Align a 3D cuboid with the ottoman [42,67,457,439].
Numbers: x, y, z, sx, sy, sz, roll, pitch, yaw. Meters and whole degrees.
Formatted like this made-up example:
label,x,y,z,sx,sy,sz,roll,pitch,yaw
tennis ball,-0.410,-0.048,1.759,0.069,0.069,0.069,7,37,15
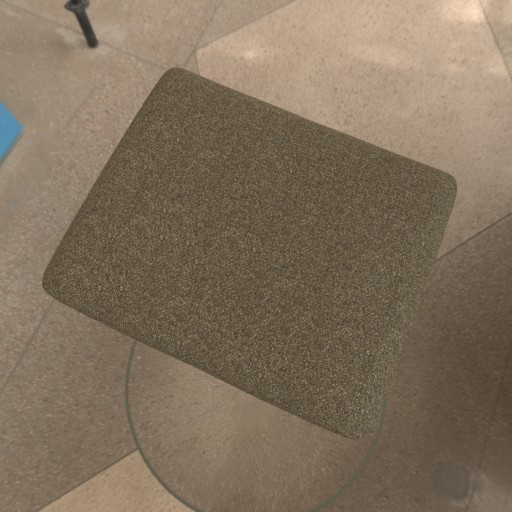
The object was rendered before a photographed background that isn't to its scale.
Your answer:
label,x,y,z,sx,sy,sz,roll,pitch,yaw
ottoman,0.000,0.000,1.093,0.742,0.476,0.598,24,76,6
